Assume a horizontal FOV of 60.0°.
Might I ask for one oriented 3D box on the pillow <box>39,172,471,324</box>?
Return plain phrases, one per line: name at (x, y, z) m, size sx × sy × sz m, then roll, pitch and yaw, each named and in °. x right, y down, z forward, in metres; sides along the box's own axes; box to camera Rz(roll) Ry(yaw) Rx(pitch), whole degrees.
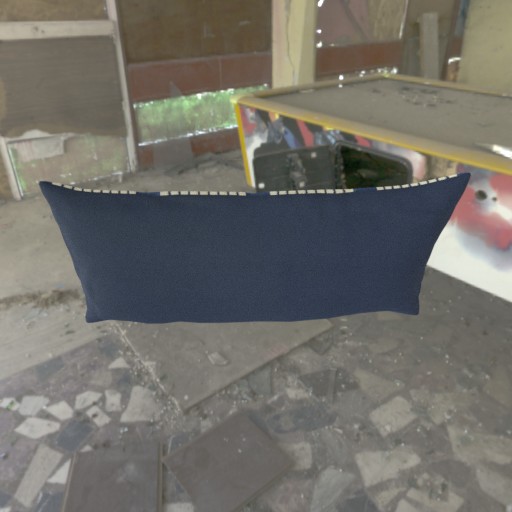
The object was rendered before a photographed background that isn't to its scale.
pillow at (0.000, 0.000, 0.716) m, size 0.608 × 0.292 × 0.156 m, roll -1°, pitch 30°, yaw -2°
